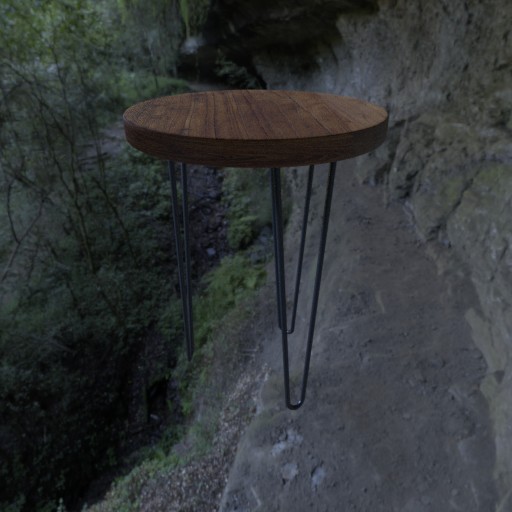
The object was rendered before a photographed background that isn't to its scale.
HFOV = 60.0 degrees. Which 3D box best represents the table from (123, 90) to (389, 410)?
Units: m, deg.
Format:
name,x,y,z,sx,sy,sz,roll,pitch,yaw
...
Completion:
name,x,y,z,sx,sy,sz,roll,pitch,yaw
table,0.000,0.000,0.810,0.400,0.520,0.400,0,28,0
